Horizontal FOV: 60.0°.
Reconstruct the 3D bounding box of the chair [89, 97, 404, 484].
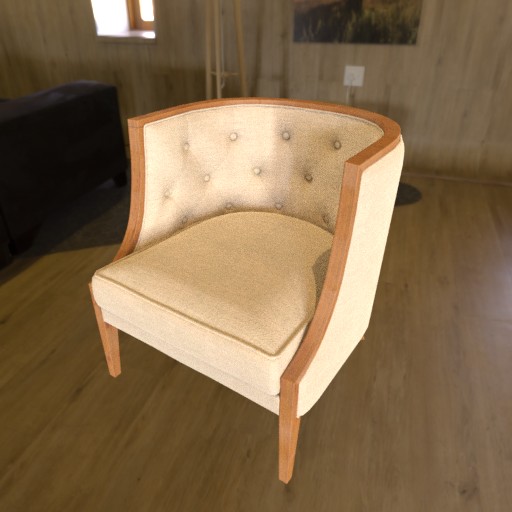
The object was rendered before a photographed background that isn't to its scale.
[{"bbox_3d":[0.000,0.000,1.344,0.711,0.775,0.757,19,36,29],"label":"chair"}]
